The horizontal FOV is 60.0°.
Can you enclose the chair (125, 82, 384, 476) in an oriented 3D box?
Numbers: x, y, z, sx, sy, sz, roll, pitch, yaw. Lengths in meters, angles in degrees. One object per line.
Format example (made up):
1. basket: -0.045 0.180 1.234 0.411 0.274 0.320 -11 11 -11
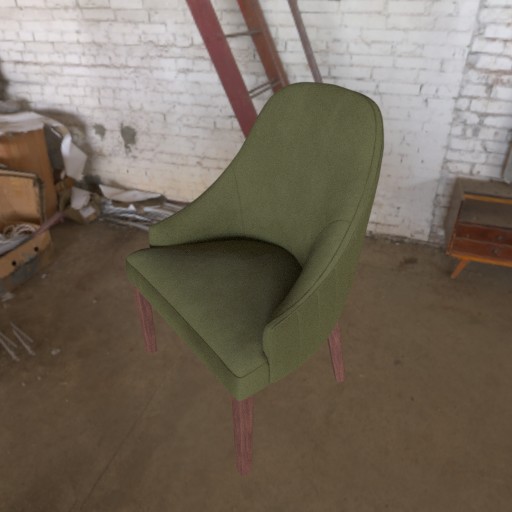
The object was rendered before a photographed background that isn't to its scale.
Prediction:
1. chair: 0.000 0.000 1.291 0.575 0.889 0.643 -21 37 -31
